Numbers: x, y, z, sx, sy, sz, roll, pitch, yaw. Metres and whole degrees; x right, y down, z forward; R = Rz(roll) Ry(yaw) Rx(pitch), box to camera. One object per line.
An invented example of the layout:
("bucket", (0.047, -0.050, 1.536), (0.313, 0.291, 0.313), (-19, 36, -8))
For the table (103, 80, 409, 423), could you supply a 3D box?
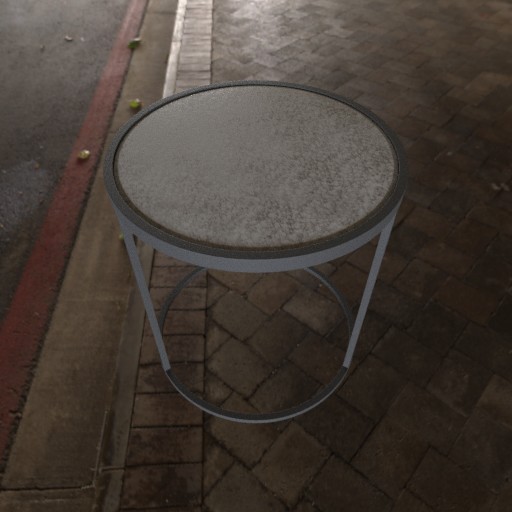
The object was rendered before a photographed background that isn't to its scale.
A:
("table", (0.000, 0.000, 0.882), (0.470, 0.498, 0.470), (0, 47, 0))
